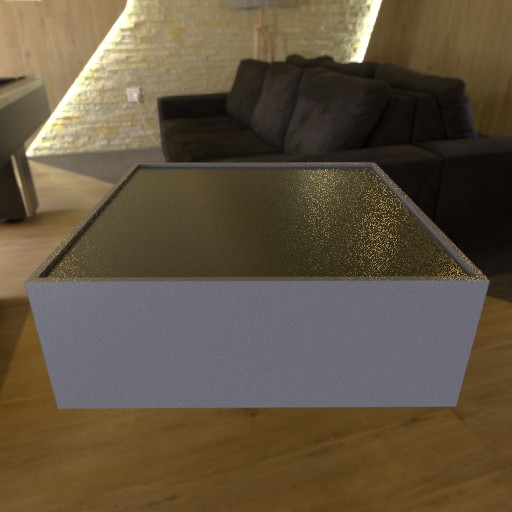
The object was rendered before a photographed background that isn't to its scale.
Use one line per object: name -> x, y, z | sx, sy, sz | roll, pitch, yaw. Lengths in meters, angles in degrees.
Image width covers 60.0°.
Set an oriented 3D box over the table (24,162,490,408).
table -> 0.000, 0.000, 1.188 | 0.801, 0.299, 0.801 | 0, 26, 0
